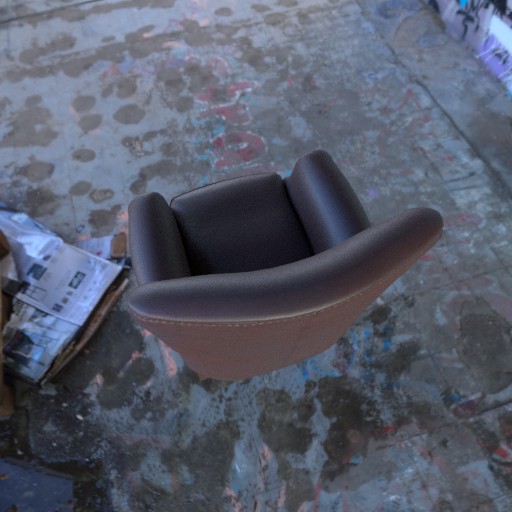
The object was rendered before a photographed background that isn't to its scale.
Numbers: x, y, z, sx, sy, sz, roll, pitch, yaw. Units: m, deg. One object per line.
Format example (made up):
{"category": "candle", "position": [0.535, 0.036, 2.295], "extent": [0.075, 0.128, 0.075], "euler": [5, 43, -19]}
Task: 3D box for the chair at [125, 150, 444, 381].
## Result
{"category": "chair", "position": [0.000, 0.000, 1.329], "extent": [0.700, 0.800, 0.746], "euler": [-16, 60, -9]}
